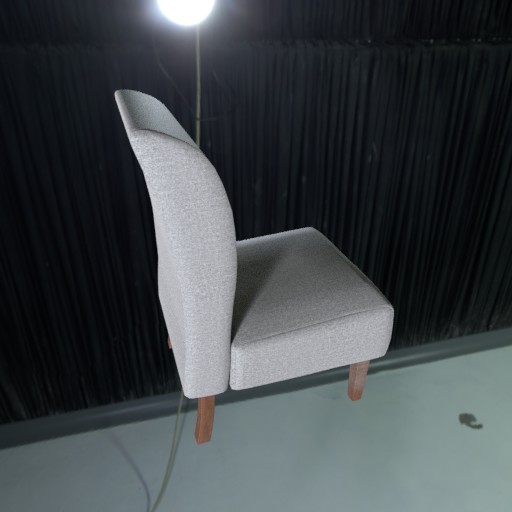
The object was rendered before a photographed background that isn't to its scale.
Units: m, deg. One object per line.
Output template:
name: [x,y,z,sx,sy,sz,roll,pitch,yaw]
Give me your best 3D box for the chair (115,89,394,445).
chair: [0.000,0.000,1.178,0.592,0.804,0.513,-10,31,-17]
